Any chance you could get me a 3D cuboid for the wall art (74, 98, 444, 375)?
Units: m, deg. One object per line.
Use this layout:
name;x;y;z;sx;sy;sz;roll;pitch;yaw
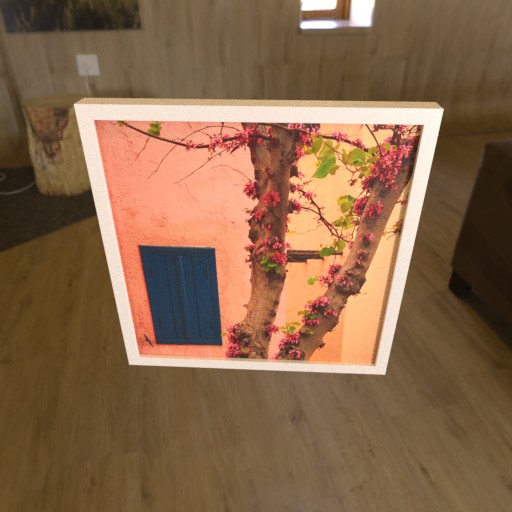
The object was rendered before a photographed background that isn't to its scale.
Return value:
wall art;0.000;0.000;0.758;0.507;0.508;0.038;2;32;3
